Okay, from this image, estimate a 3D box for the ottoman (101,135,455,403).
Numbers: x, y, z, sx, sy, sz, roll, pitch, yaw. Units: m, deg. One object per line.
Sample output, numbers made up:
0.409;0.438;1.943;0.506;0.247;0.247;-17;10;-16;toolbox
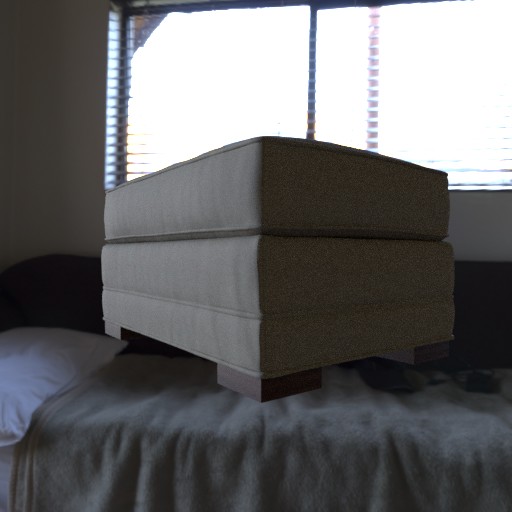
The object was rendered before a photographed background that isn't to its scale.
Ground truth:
0.000;0.000;1.217;0.611;0.482;0.848;0;0;-36;ottoman
